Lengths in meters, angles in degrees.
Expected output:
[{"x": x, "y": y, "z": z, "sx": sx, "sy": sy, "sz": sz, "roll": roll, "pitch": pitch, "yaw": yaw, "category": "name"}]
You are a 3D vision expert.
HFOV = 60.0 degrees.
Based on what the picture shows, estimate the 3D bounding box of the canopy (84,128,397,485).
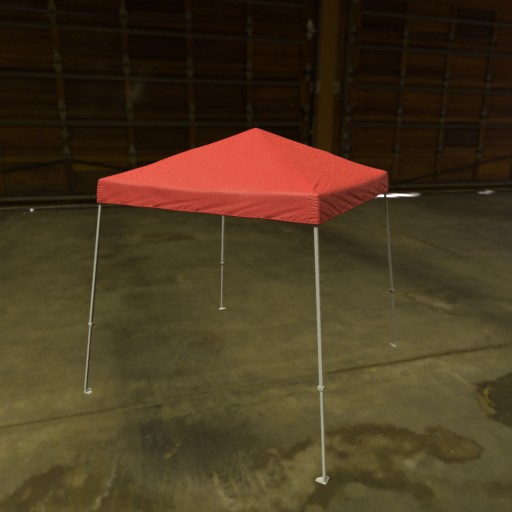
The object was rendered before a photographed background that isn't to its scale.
[{"x": 0.000, "y": 0.000, "z": 5.135, "sx": 2.848, "sy": 2.849, "sz": 2.849, "roll": 8, "pitch": 18, "yaw": 27, "category": "canopy"}]
